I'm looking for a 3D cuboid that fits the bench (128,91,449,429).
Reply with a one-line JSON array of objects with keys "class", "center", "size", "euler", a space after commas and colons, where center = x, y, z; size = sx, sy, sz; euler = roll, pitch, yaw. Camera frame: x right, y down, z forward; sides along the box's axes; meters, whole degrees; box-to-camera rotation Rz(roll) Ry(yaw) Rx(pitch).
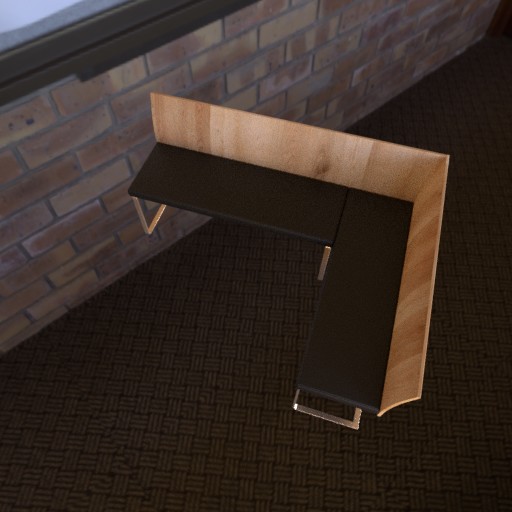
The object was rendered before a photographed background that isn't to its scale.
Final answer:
[{"class": "bench", "center": [0.000, 0.000, 2.815], "size": [1.945, 0.930, 1.495], "euler": [15, 59, 9]}]
